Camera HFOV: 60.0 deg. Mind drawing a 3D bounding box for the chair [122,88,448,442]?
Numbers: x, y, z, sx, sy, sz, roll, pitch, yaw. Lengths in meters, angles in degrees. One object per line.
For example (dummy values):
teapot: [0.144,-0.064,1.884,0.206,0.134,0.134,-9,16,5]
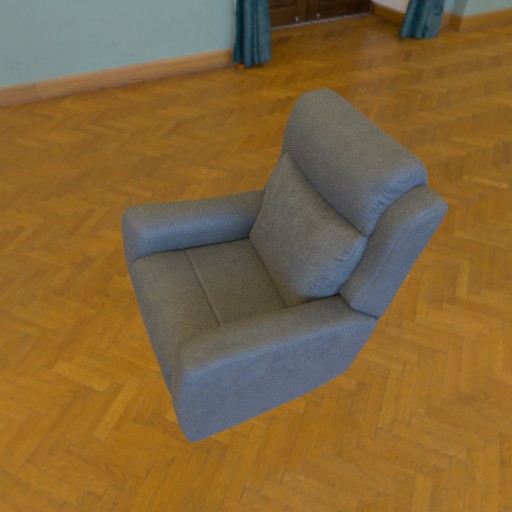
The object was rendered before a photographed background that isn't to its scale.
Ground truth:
chair: [0.000,0.000,1.932,1.068,1.116,0.967,-18,49,-16]
